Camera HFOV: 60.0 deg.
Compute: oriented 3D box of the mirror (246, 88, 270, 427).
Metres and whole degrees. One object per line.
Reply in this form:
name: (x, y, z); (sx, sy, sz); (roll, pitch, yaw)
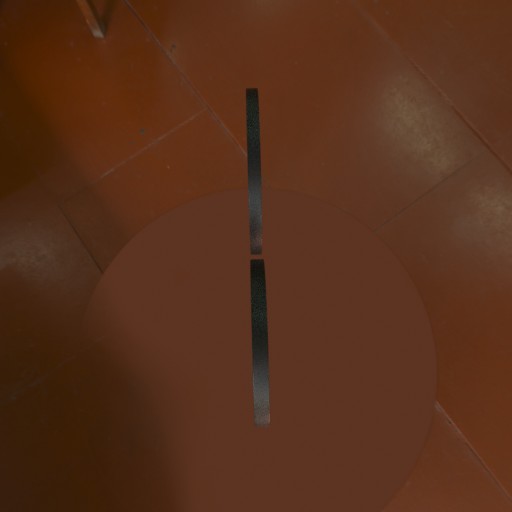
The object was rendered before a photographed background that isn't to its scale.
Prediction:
mirror: (0.000, 0.000, 3.219); (0.076, 2.096, 2.160); (-2, 77, 0)
